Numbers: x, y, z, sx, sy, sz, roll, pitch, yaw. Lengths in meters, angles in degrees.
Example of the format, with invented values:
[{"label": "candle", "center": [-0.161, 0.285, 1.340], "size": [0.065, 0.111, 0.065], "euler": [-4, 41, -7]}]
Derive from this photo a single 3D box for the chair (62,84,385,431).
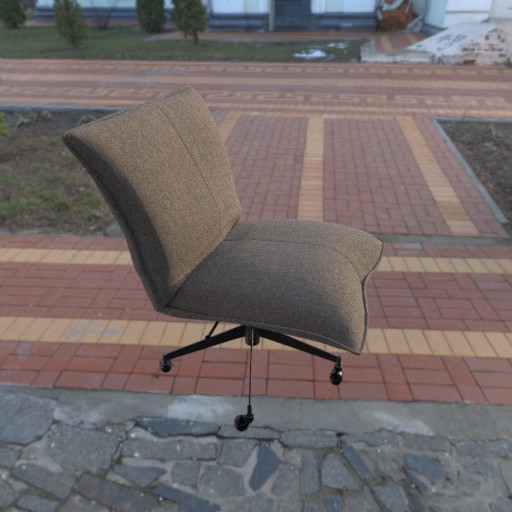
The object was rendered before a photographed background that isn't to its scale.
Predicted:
[{"label": "chair", "center": [0.000, 0.000, 1.277], "size": [0.696, 0.811, 0.597], "euler": [11, 32, 17]}]
